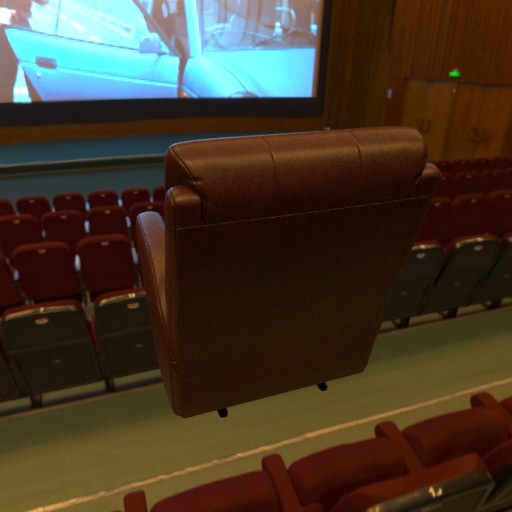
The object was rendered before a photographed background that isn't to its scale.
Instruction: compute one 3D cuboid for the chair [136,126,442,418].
[{"bbox_3d":[0.000,0.000,1.621,0.787,1.016,0.939,-9,28,-17],"label":"chair"}]
